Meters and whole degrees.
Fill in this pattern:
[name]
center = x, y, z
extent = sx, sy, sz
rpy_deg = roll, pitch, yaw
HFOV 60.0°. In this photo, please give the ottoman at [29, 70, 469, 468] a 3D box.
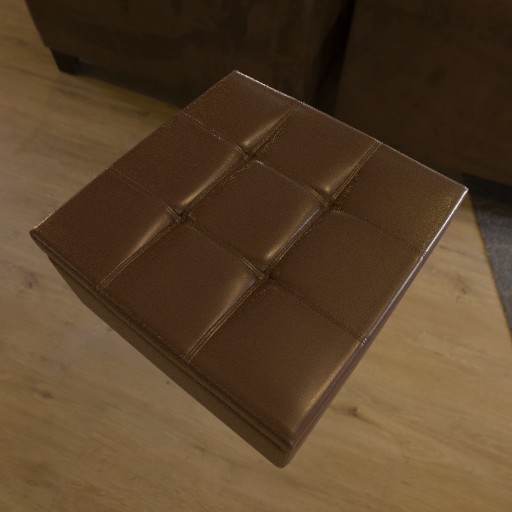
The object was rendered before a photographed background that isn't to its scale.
[ottoman]
center = 0.000, 0.000, 1.267
extent = 0.787, 0.460, 0.788
rpy_deg = 34, 64, 19
